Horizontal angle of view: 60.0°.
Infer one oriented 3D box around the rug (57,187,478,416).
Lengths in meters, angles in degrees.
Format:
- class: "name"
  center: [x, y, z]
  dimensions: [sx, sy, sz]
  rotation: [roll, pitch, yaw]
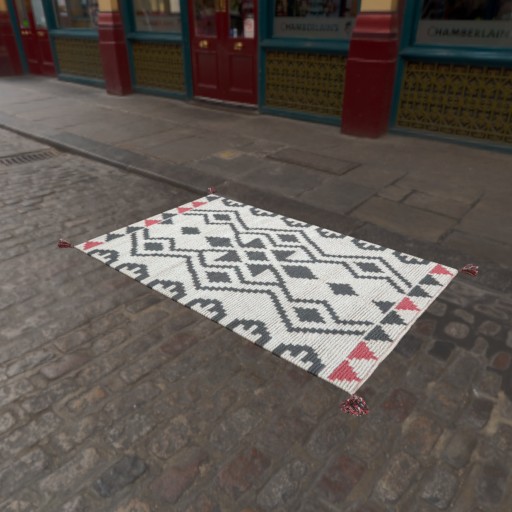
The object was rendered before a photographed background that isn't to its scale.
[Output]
- class: "rug"
  center: [0.000, 0.000, 3.273]
  dimensions: [2.672, 0.066, 1.741]
  rotation: [21, 35, 34]
